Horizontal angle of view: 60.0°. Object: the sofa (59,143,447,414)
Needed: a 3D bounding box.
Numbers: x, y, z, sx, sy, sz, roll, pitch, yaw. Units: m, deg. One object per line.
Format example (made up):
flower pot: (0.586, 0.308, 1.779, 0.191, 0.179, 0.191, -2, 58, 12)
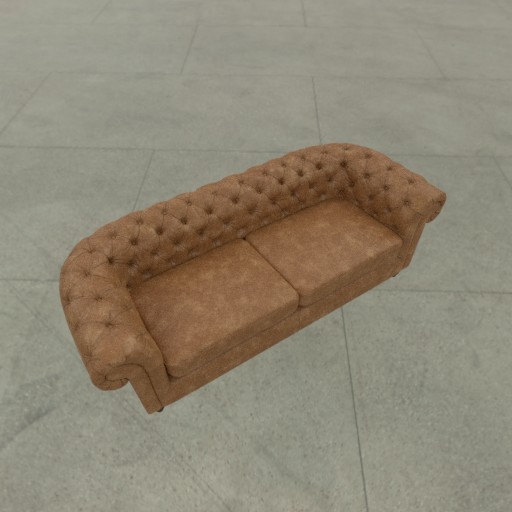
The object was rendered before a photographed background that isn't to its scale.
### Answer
sofa: (0.000, 0.000, 2.883, 2.365, 0.760, 0.989, -25, 51, -23)
